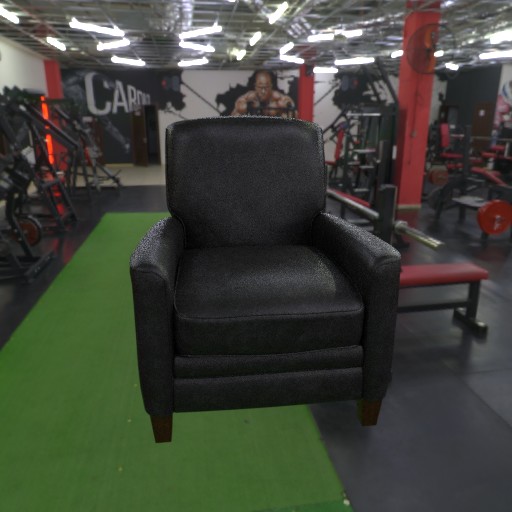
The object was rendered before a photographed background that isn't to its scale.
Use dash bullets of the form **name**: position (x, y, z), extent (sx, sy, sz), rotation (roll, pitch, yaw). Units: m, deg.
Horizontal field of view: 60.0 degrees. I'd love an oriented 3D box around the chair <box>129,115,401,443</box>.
- **chair**: position (0.000, 0.000, 1.676), extent (0.848, 1.014, 0.864), rotation (-2, 18, -6)
